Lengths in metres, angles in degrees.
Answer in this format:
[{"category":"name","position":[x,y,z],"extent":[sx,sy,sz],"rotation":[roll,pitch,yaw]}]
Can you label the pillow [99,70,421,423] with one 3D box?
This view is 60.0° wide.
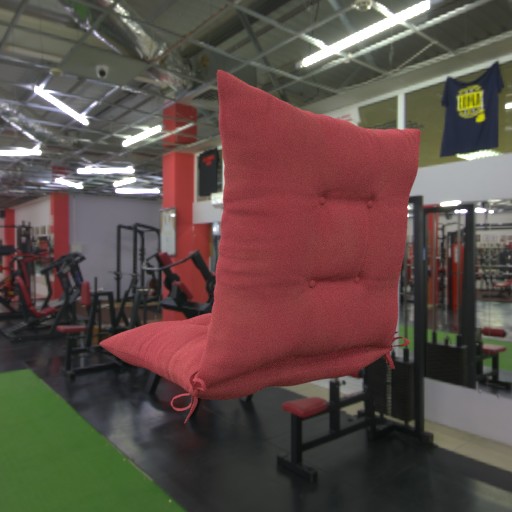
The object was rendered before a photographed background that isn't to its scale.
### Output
[{"category":"pillow","position":[0.000,0.000,0.978],"extent":[0.541,0.536,0.585],"rotation":[0,1,-37]}]
